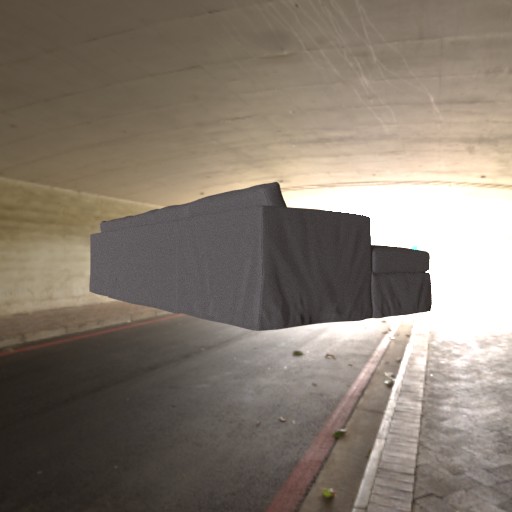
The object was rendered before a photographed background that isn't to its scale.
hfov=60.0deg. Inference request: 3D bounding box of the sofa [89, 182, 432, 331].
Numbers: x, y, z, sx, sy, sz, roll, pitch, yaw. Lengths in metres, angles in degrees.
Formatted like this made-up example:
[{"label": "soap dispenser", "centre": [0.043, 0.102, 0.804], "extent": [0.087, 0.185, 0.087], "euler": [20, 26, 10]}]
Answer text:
[{"label": "sofa", "centre": [0.000, 0.000, 4.551], "extent": [2.476, 0.878, 3.528], "euler": [0, -1, -35]}]
